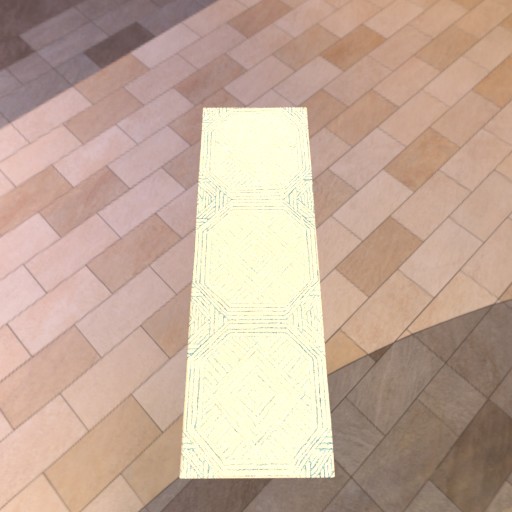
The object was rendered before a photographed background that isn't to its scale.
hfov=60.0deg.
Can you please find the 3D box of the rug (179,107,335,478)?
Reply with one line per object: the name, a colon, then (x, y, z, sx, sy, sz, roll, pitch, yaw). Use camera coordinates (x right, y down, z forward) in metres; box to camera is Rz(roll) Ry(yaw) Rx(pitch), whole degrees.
rug: (0.000, 0.000, 2.737, 0.775, 0.012, 2.452, 0, 63, 0)
